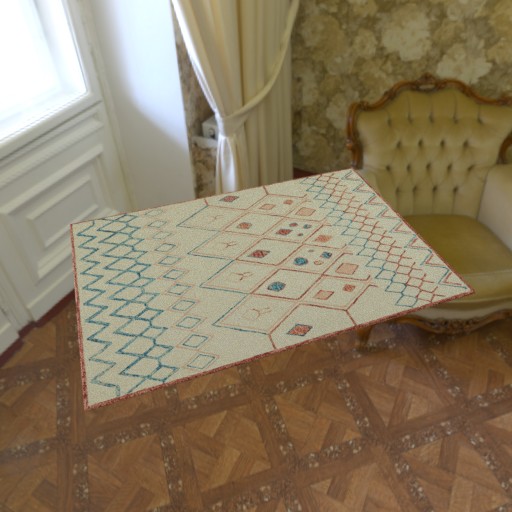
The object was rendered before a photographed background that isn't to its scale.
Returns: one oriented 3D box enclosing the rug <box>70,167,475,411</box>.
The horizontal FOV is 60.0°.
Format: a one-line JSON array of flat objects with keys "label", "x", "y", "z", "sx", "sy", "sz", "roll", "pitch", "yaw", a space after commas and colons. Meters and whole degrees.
[{"label": "rug", "x": 0.000, "y": 0.000, "z": 2.344, "sx": 1.829, "sy": 0.016, "sz": 1.219, "roll": -14, "pitch": 44, "yaw": -14}]
